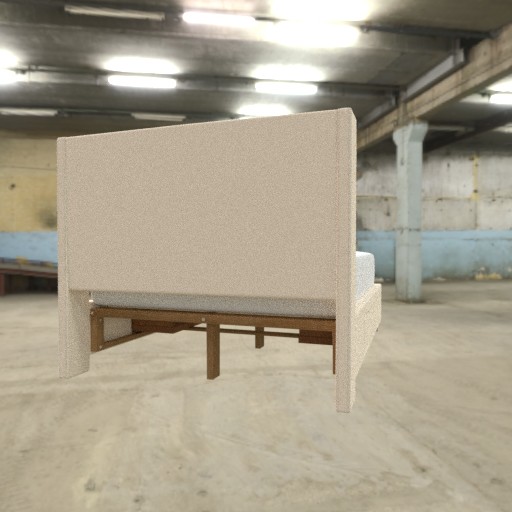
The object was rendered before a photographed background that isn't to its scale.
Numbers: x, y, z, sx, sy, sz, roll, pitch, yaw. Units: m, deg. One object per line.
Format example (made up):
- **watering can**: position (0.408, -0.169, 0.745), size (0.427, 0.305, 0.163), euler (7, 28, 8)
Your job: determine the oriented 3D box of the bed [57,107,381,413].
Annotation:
- **bed**: position (0.000, 0.000, 3.476), size (1.765, 1.471, 2.280), euler (0, 1, 19)
